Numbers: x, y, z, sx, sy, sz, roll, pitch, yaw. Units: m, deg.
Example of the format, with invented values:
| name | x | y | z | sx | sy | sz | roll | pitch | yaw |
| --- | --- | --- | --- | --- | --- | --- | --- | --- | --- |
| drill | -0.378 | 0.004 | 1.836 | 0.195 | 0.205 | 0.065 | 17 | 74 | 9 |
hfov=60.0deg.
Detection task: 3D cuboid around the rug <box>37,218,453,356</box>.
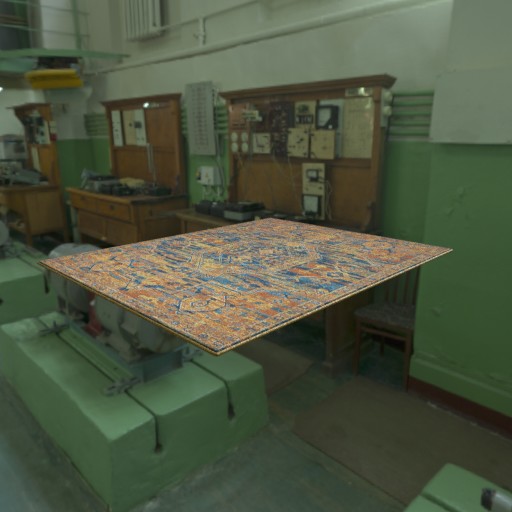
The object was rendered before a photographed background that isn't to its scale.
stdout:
| name | x | y | z | sx | sy | sz | roll | pitch | yaw |
| --- | --- | --- | --- | --- | --- | --- | --- | --- | --- |
| rug | 0.000 | 0.000 | 4.121 | 2.435 | 0.031 | 3.040 | 15 | 21 | 43 |
